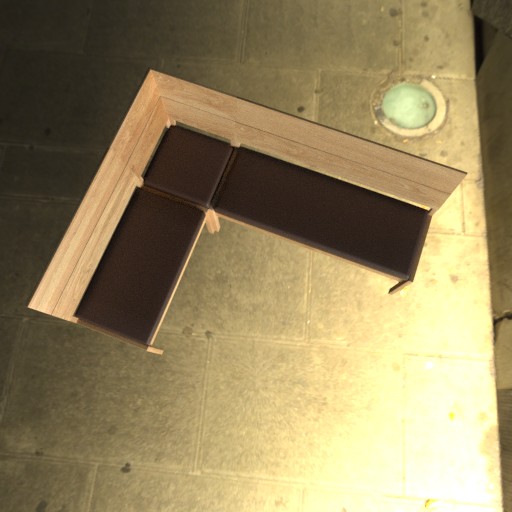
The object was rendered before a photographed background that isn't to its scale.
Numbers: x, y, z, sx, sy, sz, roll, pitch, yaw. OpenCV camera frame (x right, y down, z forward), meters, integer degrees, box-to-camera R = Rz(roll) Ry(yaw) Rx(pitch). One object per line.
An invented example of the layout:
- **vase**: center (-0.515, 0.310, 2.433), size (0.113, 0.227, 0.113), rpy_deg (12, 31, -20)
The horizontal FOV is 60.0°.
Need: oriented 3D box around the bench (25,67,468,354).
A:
- **bench**: center (0.000, 0.000, 2.802), size (1.975, 0.890, 1.549), rpy_deg (19, 76, 5)
